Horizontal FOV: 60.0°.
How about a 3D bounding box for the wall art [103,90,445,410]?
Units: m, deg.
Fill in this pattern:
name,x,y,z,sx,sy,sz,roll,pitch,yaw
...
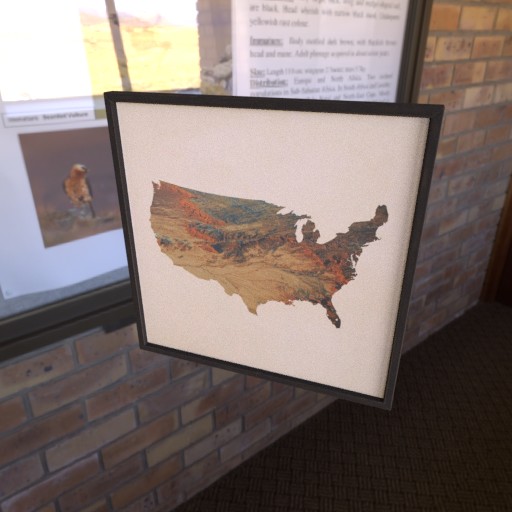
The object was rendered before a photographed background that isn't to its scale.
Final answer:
name,x,y,z,sx,sy,sz,roll,pitch,yaw
wall art,0.000,0.000,0.448,0.304,0.303,0.015,9,27,18
